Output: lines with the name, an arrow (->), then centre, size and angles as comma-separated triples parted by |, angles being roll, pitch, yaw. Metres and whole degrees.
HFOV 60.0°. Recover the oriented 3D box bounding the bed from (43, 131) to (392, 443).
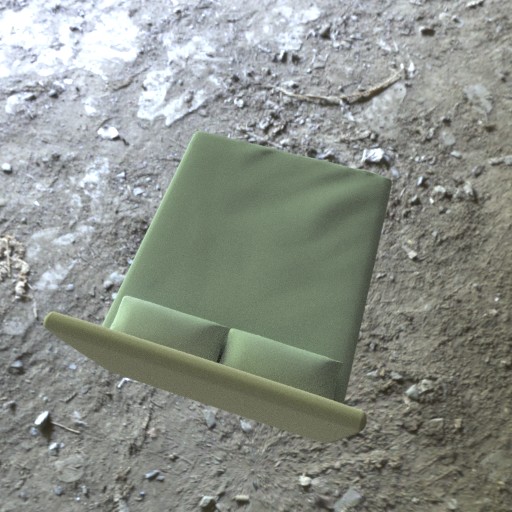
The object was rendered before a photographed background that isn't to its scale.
bed -> 0.000, 0.000, 3.326 | 1.884, 1.330, 2.142 | 16, 65, 7
